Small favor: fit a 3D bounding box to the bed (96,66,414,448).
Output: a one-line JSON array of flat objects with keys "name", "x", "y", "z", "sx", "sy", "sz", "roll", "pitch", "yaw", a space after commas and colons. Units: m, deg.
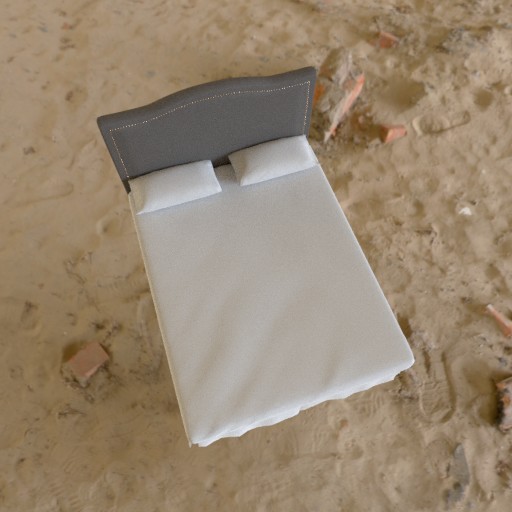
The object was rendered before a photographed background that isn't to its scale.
[{"name": "bed", "x": 0.000, "y": 0.000, "z": 3.420, "sx": 1.821, "sy": 1.436, "sz": 2.282, "roll": -17, "pitch": 65, "yaw": -8}]
